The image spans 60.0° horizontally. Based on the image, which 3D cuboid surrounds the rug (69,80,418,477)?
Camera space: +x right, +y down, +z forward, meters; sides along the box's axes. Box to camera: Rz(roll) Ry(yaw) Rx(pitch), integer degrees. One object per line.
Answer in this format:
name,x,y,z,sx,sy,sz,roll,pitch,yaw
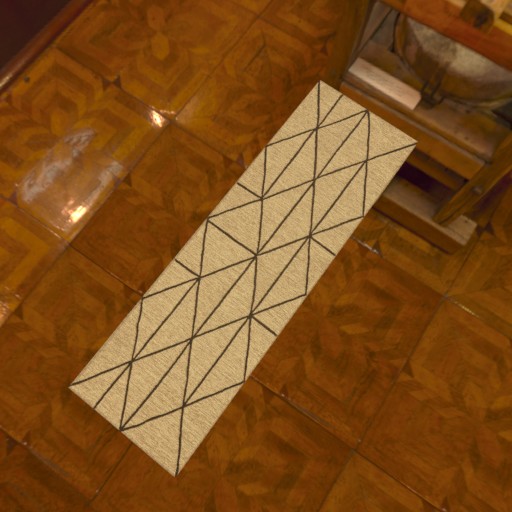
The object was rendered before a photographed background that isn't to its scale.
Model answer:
rug,0.000,0.000,2.634,0.762,0.012,2.438,36,78,9
